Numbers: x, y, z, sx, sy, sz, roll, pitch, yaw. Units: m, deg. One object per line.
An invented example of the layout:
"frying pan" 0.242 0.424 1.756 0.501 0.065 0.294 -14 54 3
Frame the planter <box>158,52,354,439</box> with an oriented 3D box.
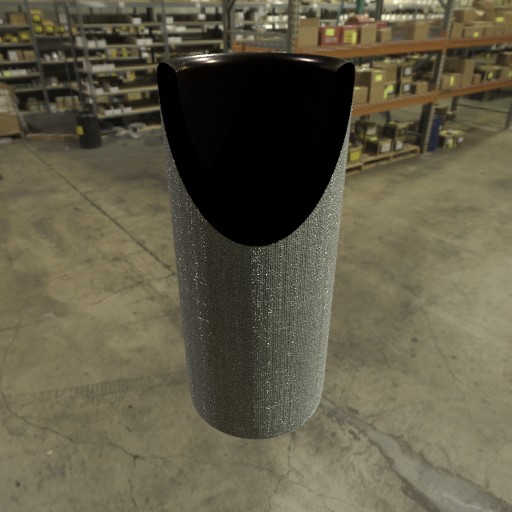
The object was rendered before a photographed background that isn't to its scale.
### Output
"planter" 0.000 0.000 0.127 0.045 0.103 0.045 -22 36 -33
